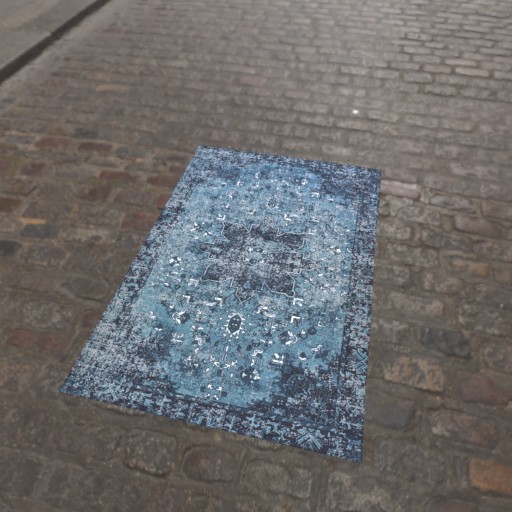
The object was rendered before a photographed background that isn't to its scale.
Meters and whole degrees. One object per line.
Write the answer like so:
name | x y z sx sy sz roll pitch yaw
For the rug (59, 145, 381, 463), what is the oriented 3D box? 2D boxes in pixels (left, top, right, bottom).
rug | 0.000 0.000 2.314 1.219 0.005 1.828 10 48 9
